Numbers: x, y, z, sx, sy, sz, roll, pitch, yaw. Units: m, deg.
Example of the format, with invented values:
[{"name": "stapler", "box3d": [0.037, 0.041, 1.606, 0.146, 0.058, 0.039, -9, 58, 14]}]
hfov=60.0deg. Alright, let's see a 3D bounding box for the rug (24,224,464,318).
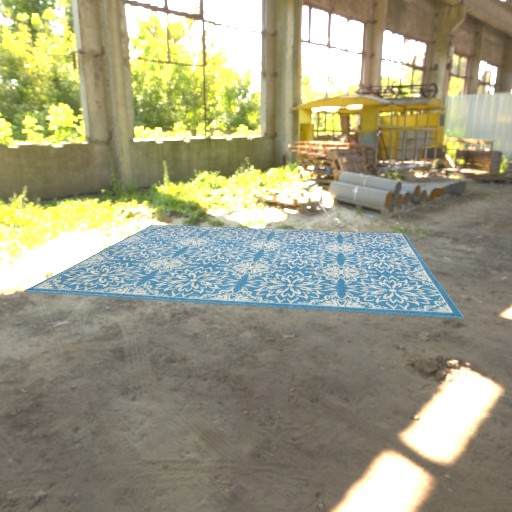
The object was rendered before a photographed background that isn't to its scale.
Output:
[{"name": "rug", "box3d": [0.000, 0.000, 4.026, 2.964, 0.018, 2.350, 3, 16, 9]}]
